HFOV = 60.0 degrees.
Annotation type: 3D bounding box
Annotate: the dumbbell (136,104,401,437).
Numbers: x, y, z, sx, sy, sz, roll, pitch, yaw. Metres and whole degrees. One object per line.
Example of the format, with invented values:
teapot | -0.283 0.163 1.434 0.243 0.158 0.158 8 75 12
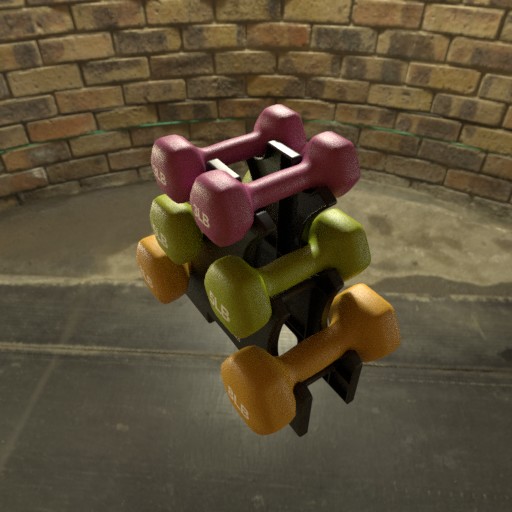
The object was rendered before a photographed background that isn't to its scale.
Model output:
dumbbell | 0.000 0.000 0.485 0.190 0.271 0.300 -24 47 -25
